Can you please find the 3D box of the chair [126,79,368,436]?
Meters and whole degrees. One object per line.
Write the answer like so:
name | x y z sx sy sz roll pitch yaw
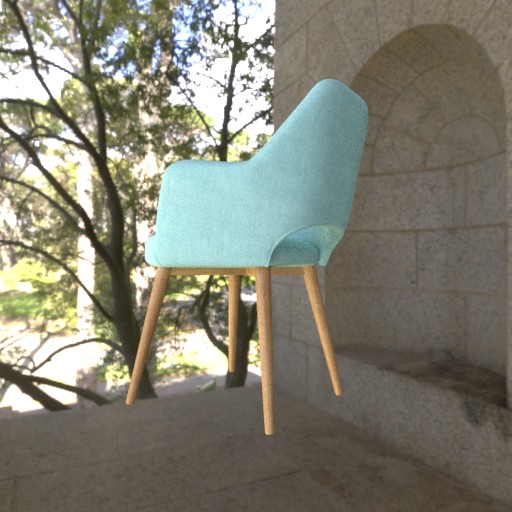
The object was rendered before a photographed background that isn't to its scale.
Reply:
chair | 0.000 0.000 1.281 0.610 0.840 0.590 -1 -1 35
